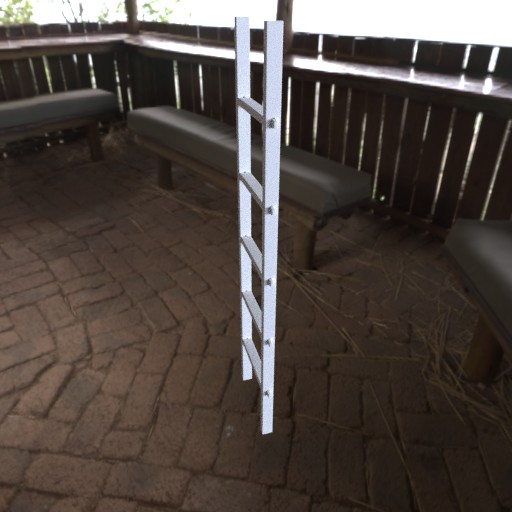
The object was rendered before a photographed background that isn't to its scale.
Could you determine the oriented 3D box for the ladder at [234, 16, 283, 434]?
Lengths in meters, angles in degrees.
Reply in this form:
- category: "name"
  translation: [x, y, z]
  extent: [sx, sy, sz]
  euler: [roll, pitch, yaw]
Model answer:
- category: "ladder"
  translation: [0.000, 0.000, 1.902]
  extent: [0.051, 1.797, 0.452]
  euler: [-8, 31, -14]
